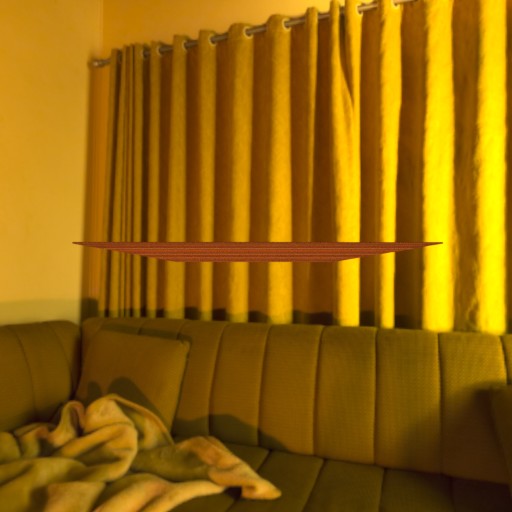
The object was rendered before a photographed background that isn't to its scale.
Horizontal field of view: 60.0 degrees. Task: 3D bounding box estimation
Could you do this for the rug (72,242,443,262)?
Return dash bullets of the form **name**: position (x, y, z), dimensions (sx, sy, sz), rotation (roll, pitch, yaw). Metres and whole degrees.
- **rug**: position (0.000, 0.000, 3.027), dimensions (1.523, 0.008, 2.438), rotation (0, -3, 0)
